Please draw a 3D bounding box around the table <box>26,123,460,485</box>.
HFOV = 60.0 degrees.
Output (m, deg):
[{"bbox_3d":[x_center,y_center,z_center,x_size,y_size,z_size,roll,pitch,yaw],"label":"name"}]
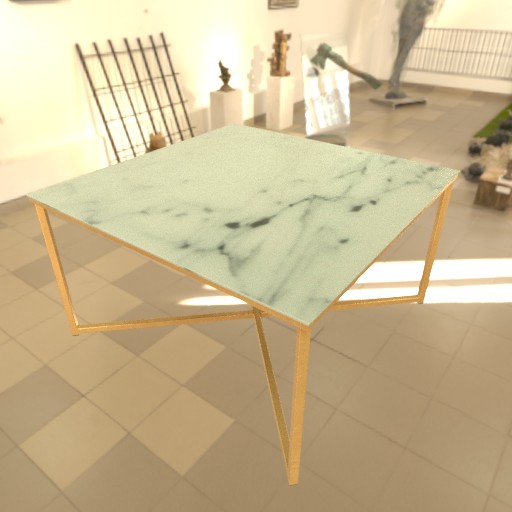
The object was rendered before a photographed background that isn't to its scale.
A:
[{"bbox_3d":[0.000,0.000,1.263,0.800,0.450,0.800,21,38,31],"label":"table"}]
